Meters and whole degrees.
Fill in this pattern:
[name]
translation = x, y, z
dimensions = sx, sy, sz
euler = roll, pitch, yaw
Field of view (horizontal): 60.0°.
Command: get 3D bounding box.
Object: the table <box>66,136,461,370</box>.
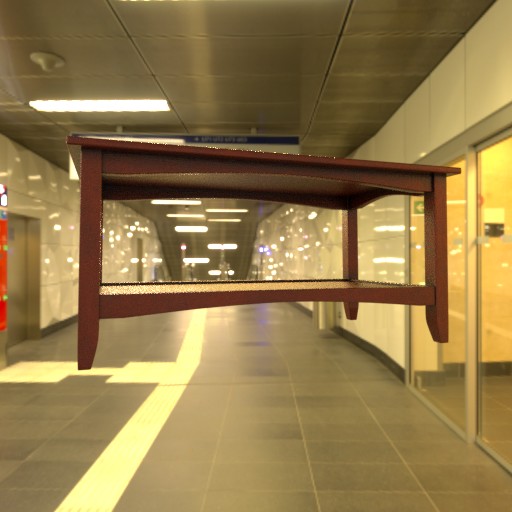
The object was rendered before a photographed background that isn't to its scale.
[table]
translation = 0.000, 0.000, 1.246
dimensions = 0.943, 0.456, 0.533
euler = 0, 0, -19
